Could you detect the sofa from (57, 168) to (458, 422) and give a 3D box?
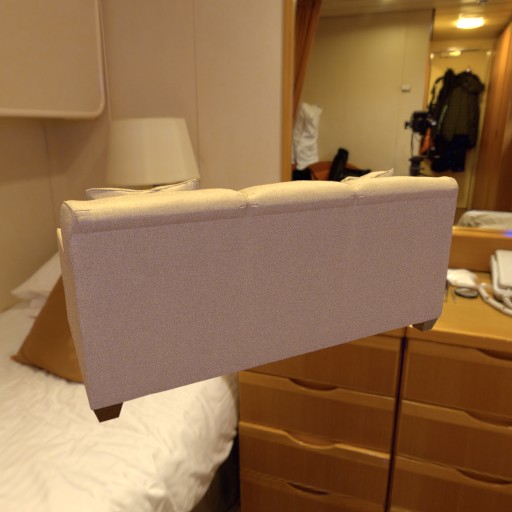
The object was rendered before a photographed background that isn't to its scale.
[{"bbox_3d":[0.000,0.000,2.513,2.024,0.958,0.997,-8,18,-26],"label":"sofa"}]
